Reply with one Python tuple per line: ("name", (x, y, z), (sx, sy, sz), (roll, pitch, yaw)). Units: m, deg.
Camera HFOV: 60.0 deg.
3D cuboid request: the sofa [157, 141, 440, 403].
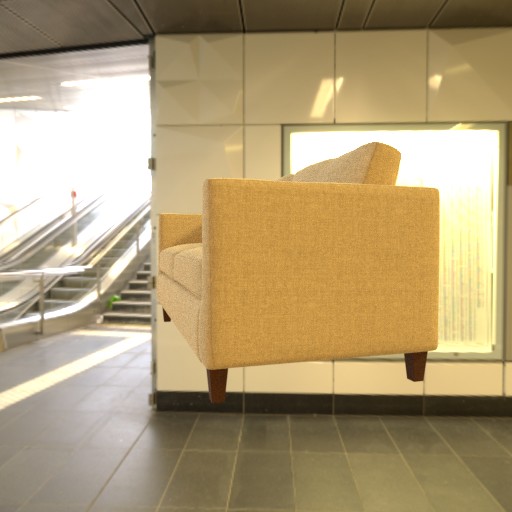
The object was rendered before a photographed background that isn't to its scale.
("sofa", (0.000, 0.000, 2.460), (0.950, 0.963, 1.884), (0, 2, -17))
